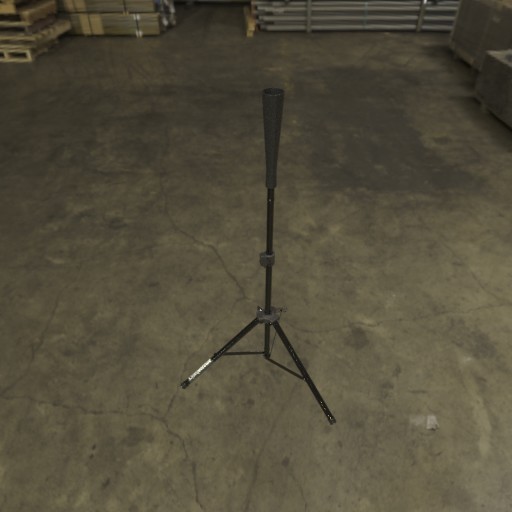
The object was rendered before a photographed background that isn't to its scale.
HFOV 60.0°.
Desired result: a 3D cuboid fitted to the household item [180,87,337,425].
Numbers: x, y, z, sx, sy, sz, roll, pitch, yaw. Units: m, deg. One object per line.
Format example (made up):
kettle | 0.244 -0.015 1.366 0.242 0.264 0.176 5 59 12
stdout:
household item | 0.000 0.000 1.410 0.559 1.067 0.559 0 39 0
